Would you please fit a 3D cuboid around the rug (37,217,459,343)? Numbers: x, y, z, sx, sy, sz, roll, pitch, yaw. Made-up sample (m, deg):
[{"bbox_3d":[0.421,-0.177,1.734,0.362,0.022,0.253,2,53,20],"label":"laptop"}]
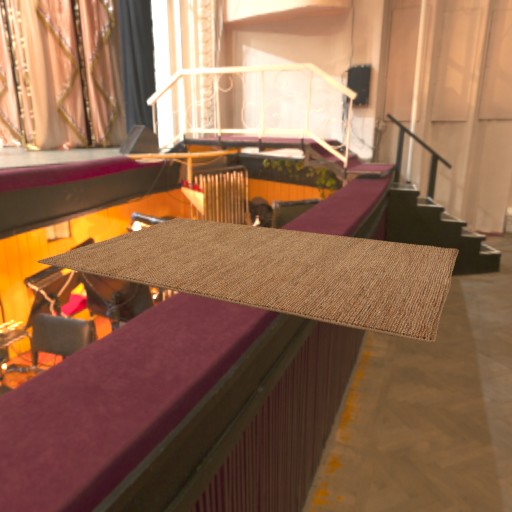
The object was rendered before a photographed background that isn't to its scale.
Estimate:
[{"bbox_3d":[0.000,0.000,3.005,2.438,0.034,1.521,8,19,26],"label":"rug"}]
